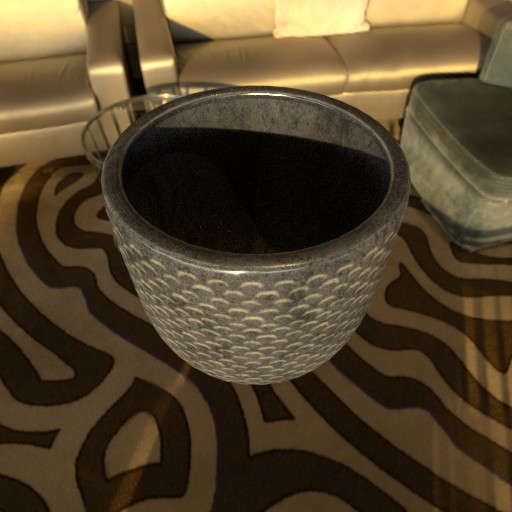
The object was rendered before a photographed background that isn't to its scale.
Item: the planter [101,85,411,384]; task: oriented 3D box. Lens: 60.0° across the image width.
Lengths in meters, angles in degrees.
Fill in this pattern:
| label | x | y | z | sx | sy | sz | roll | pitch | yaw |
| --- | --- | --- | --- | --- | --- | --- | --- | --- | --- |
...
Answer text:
| label | x | y | z | sx | sy | sz | roll | pitch | yaw |
| --- | --- | --- | --- | --- | --- | --- | --- | --- | --- |
| planter | 0.000 | 0.000 | 0.354 | 0.197 | 0.191 | 0.197 | 0 | 47 | 0 |
